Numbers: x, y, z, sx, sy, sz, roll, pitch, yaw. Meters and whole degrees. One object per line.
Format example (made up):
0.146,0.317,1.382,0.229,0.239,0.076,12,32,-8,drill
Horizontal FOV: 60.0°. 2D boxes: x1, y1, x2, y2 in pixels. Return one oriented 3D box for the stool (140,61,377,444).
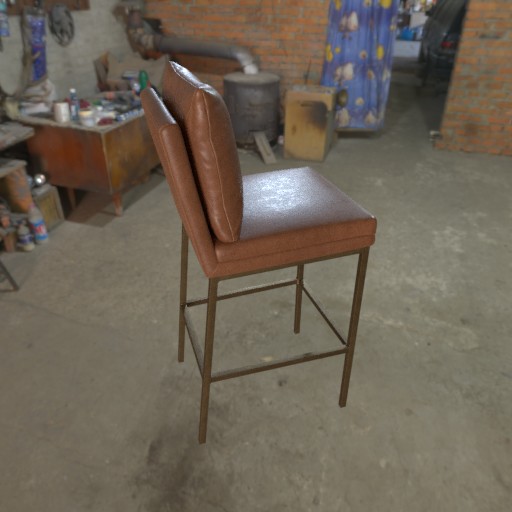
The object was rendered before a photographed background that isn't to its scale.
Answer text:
0.000,0.000,1.431,0.571,1.124,0.463,-10,32,-16,stool
